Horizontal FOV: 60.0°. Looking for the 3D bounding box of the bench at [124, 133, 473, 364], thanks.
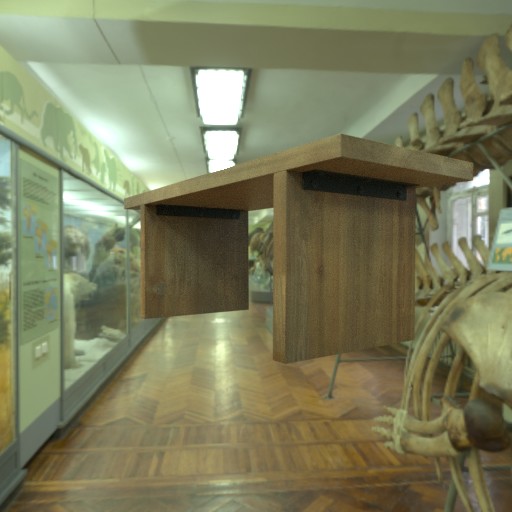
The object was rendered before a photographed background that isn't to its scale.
[{"bbox_3d":[0.000,0.000,1.431,0.458,0.458,1.183,0,0,-35],"label":"bench"}]
